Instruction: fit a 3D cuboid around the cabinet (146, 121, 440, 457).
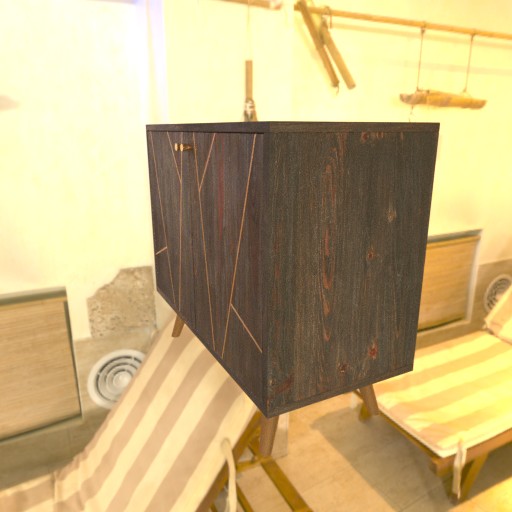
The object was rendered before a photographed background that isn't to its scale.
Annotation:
[{"bbox_3d":[0.000,0.000,1.568,0.529,0.897,1.023,-8,18,-26],"label":"cabinet"}]
